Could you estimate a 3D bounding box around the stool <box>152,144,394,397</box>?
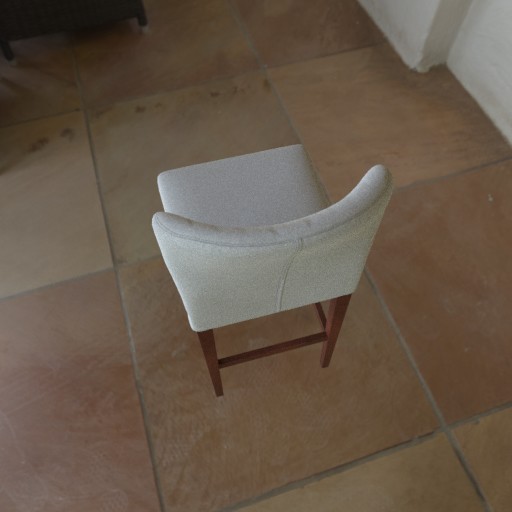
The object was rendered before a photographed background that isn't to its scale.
[{"bbox_3d":[0.000,0.000,1.340,0.479,1.069,0.568,-13,61,-7],"label":"stool"}]
